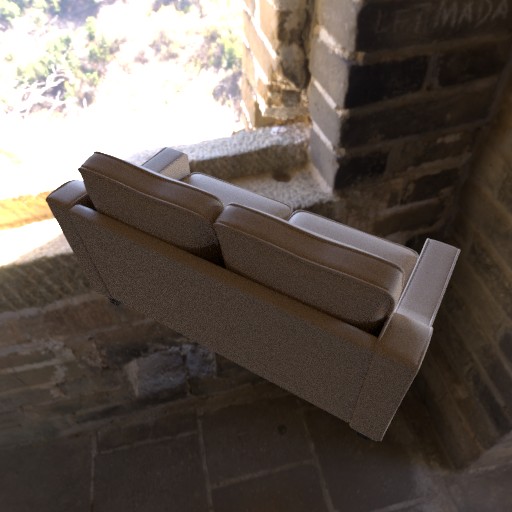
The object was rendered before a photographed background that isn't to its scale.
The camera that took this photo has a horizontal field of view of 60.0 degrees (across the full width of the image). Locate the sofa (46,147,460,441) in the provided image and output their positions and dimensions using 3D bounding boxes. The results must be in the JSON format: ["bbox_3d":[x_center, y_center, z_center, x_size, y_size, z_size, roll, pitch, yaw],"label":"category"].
[{"bbox_3d":[0.000,0.000,3.308,2.587,1.562,1.351,23,50,21],"label":"sofa"}]
